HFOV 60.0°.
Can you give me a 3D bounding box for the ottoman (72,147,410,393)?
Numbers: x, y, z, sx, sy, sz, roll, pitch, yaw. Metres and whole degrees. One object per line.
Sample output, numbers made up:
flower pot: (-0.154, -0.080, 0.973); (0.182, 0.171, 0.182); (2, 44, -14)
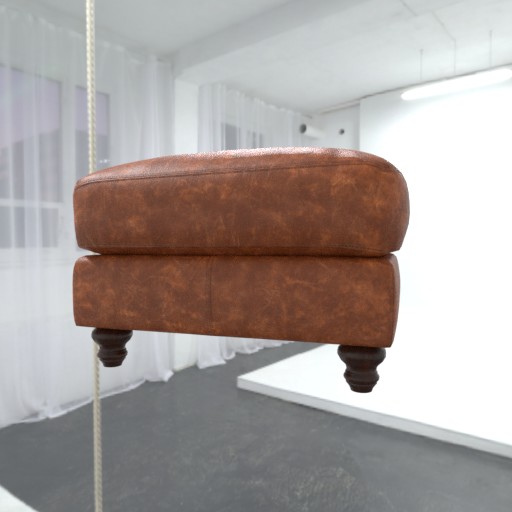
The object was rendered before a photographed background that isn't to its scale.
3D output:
ottoman: (0.000, 0.000, 1.282); (0.832, 0.562, 0.657); (0, 2, 18)
